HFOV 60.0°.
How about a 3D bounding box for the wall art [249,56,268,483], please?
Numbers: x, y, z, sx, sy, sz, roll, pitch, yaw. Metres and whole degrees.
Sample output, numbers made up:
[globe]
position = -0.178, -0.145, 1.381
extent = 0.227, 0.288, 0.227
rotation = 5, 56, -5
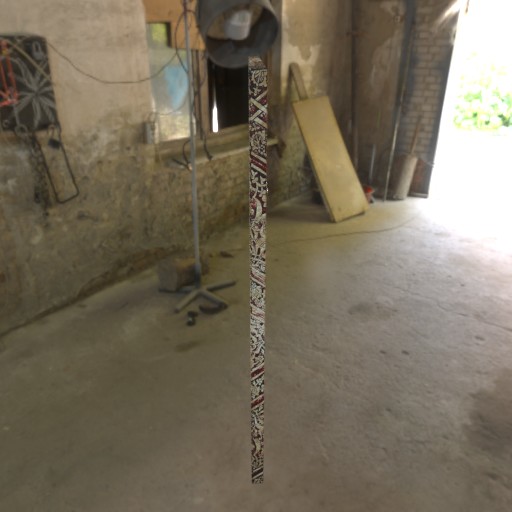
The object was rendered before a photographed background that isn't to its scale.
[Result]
[wall art]
position = 0.000, 0.000, 1.120
extent = 0.030, 0.904, 0.599
rotation = 0, 26, -1
